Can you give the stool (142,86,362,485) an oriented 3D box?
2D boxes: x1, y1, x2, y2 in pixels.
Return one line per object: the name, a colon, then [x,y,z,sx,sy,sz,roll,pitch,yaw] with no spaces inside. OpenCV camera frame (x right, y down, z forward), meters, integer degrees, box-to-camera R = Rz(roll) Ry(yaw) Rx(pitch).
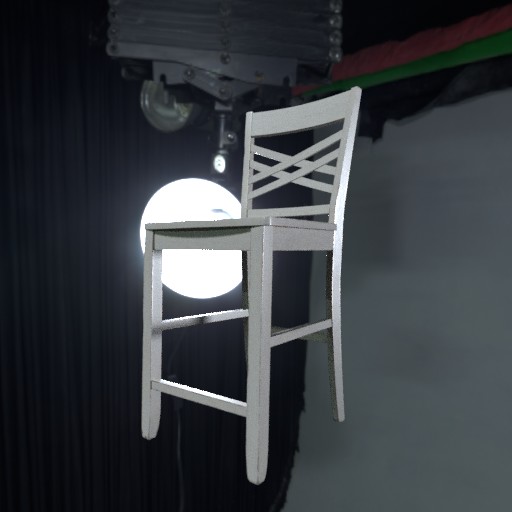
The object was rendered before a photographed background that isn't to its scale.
stool: [0.000,0.000,1.372,0.462,1.079,0.539,1,1,38]
